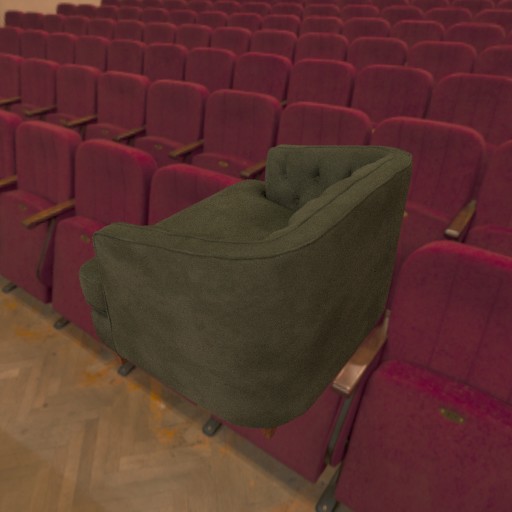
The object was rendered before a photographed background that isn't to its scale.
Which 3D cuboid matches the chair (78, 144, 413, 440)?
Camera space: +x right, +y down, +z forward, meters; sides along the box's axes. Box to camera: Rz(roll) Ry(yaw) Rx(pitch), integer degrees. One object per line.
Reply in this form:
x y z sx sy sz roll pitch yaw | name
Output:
0.000 0.000 1.811 0.941 0.852 1.104 22 39 30 | chair
